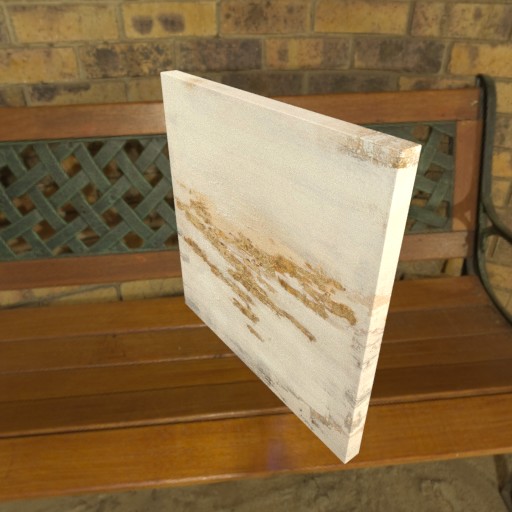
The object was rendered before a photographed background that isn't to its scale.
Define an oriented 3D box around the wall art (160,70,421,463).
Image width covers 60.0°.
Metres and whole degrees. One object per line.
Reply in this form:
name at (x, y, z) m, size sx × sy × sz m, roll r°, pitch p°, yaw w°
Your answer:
wall art at (0.000, 0.000, 0.892) m, size 0.040 × 0.613 × 0.611 m, roll -22°, pitch 39°, yaw -31°
